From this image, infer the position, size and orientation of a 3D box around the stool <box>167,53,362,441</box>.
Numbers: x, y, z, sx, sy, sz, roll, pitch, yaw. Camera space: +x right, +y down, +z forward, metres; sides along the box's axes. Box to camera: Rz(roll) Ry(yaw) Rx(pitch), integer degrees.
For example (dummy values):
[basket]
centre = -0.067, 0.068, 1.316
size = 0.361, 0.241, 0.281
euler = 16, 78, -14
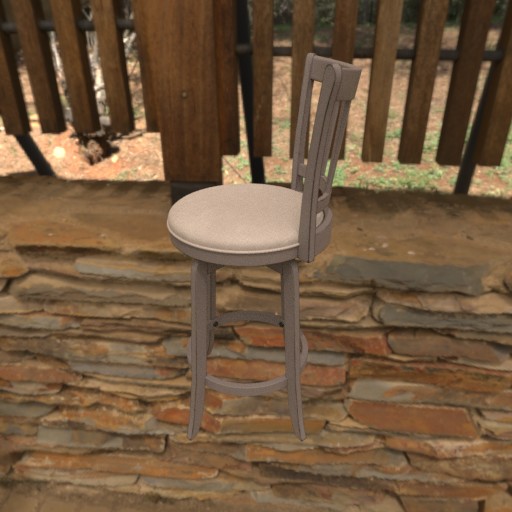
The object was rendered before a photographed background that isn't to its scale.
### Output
[stool]
centre = 0.000, 0.000, 1.250
size = 0.475, 1.023, 0.436
euler = 0, 27, 1
